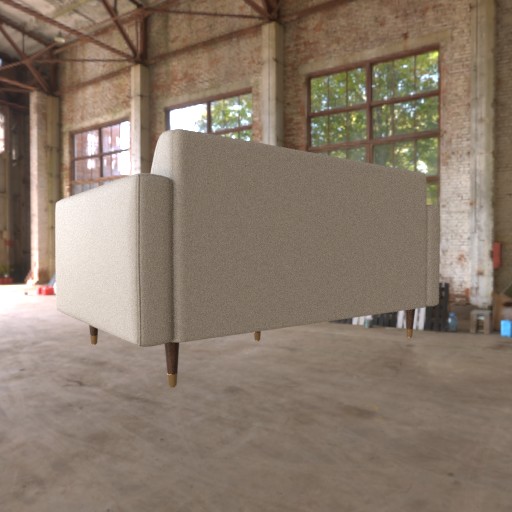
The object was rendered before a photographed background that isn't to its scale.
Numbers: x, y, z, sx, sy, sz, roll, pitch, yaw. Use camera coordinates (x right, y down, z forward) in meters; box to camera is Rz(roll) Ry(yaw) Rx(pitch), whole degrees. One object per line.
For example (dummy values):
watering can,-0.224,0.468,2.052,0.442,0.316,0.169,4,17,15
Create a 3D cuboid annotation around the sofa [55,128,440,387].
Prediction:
sofa,0.000,0.000,2.085,1.585,0.801,0.950,-1,1,-37
